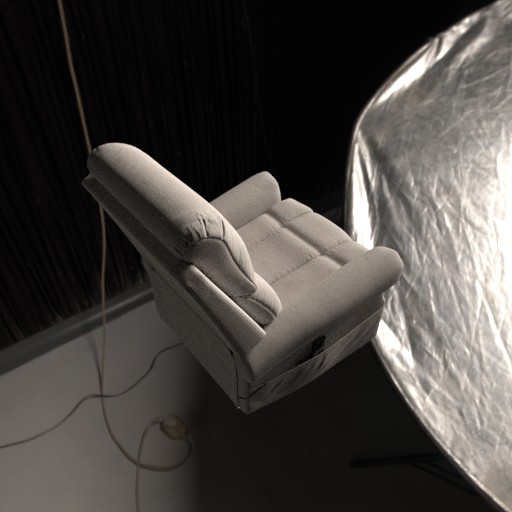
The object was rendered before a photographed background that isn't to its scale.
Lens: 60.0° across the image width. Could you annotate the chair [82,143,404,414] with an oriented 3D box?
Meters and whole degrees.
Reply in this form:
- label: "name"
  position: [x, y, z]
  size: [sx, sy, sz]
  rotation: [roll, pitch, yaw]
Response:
- label: "chair"
  position: [0.000, 0.000, 1.768]
  size: [0.979, 1.031, 0.871]
  rotation: [-28, 48, -28]
